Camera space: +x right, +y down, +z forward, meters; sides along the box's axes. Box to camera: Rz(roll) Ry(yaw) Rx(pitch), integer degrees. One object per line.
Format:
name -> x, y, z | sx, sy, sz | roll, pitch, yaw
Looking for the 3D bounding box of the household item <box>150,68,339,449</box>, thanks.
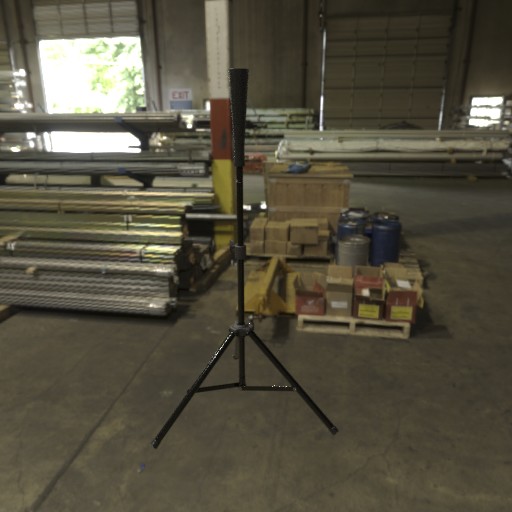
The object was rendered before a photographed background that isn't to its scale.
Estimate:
household item -> 0.000, 0.000, 1.377 | 0.559, 1.067, 0.559 | 3, 18, 8
